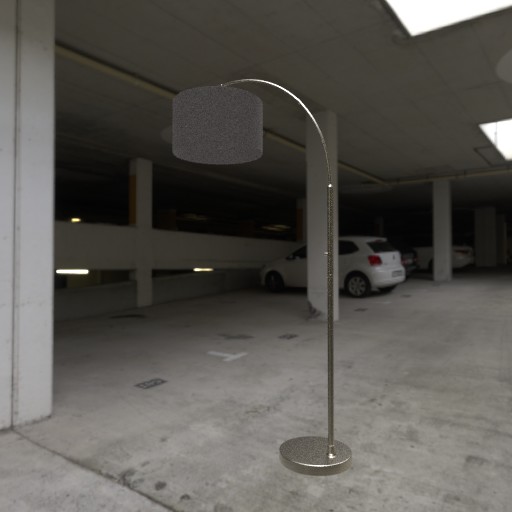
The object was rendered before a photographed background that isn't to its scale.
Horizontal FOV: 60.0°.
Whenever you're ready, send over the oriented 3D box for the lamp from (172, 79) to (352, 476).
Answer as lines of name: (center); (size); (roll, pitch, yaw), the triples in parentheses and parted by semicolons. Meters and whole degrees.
lamp: (0.000, 0.000, 2.088); (0.934, 1.735, 0.452); (-1, -2, 37)
